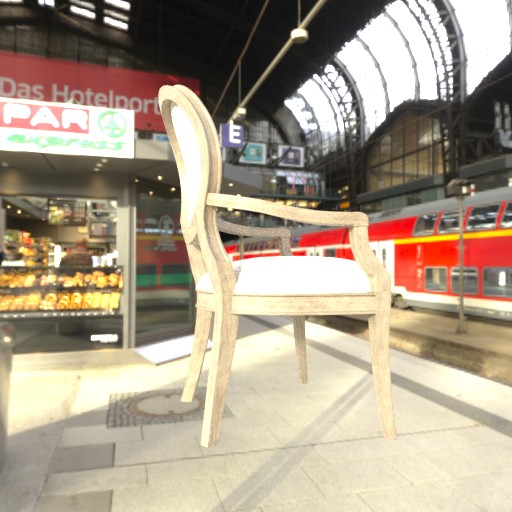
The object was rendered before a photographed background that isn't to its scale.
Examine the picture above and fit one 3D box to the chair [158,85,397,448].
[{"bbox_3d":[0.000,0.000,1.396,0.602,0.991,0.611,0,-1,-17],"label":"chair"}]
